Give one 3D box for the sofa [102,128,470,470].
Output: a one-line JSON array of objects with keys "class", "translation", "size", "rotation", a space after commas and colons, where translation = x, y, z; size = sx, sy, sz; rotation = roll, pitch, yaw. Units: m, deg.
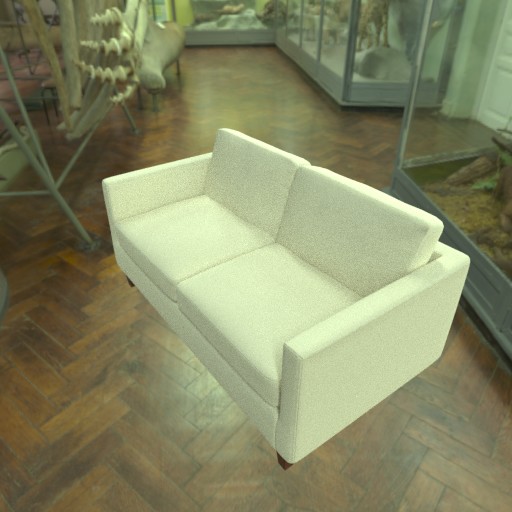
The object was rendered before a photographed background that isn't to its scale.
[{"class": "sofa", "translation": [0.000, 0.000, 2.253], "size": [0.964, 0.888, 1.702], "rotation": [-22, 39, -30]}]
